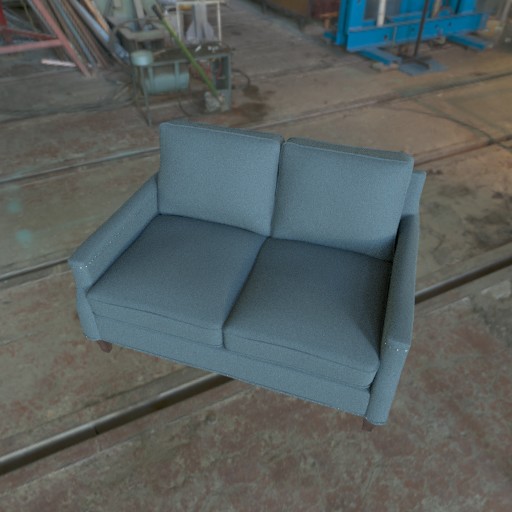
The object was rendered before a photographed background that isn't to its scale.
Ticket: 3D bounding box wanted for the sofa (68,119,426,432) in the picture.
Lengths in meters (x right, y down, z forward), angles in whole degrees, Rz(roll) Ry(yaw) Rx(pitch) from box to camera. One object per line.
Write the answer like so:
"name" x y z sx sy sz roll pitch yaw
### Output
"sofa" 0.000 0.000 2.319 1.597 1.003 1.084 12 42 14
